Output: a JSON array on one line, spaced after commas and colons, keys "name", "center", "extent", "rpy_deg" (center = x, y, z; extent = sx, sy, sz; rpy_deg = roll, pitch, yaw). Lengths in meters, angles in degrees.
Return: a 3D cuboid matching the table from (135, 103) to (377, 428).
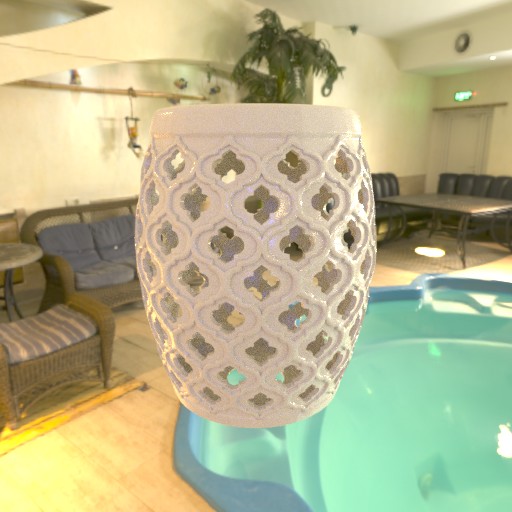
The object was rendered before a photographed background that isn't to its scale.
[{"name": "table", "center": [0.000, 0.000, 0.623], "extent": [0.325, 0.388, 0.325], "rpy_deg": [0, 15, 0]}]
